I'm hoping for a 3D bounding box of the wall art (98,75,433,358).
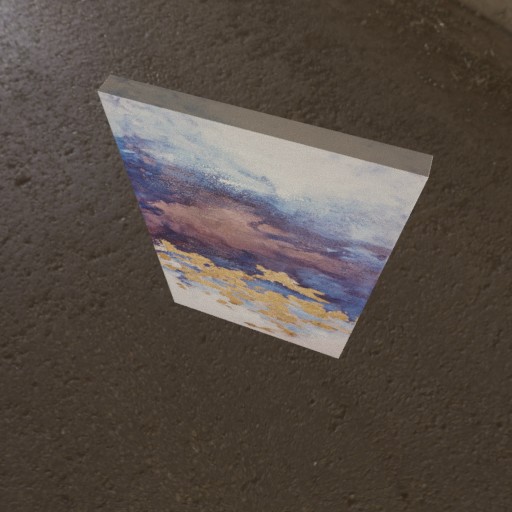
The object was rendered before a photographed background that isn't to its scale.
[{"bbox_3d":[0.000,0.000,1.120,0.583,0.874,0.048,17,60,10],"label":"wall art"}]
